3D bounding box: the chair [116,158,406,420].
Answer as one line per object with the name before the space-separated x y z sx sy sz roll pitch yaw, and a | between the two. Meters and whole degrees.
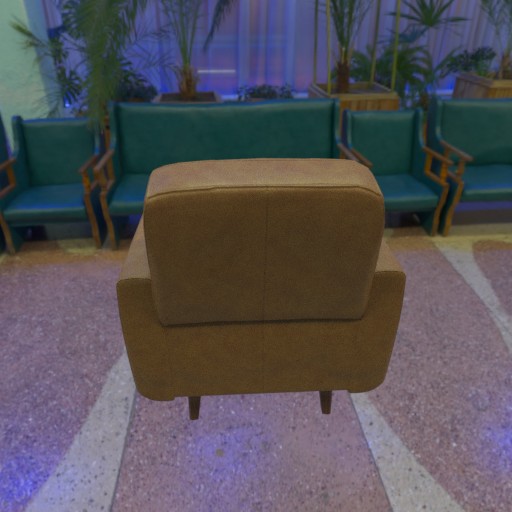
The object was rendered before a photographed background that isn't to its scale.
chair | 0.000 0.000 1.663 0.845 0.968 0.942 -2 31 -3
